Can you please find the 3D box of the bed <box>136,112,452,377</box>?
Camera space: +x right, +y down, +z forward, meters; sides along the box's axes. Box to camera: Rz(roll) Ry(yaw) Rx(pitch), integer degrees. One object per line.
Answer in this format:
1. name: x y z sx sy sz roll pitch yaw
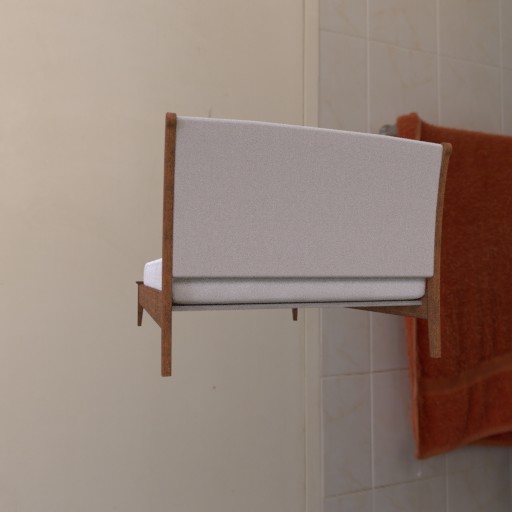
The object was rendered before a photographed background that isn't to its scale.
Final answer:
1. bed: 0.000 0.000 3.047 1.502 1.135 2.108 1 -2 -18
